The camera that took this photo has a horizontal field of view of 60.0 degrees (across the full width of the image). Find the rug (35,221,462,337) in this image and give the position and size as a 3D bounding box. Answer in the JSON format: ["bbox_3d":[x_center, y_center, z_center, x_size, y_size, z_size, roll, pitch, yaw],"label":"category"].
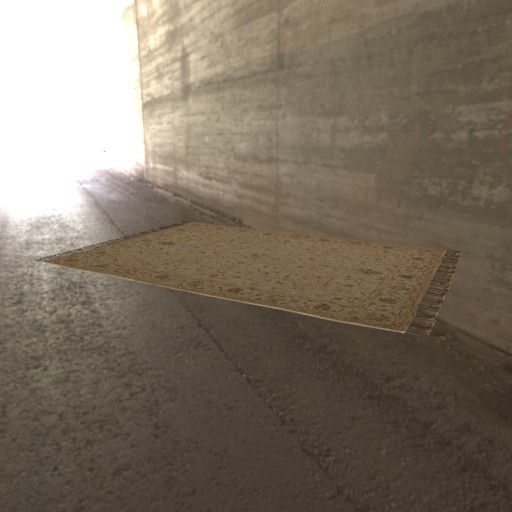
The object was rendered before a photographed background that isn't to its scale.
[{"bbox_3d":[0.000,0.000,2.286,1.861,0.017,1.218,8,17,27],"label":"rug"}]
